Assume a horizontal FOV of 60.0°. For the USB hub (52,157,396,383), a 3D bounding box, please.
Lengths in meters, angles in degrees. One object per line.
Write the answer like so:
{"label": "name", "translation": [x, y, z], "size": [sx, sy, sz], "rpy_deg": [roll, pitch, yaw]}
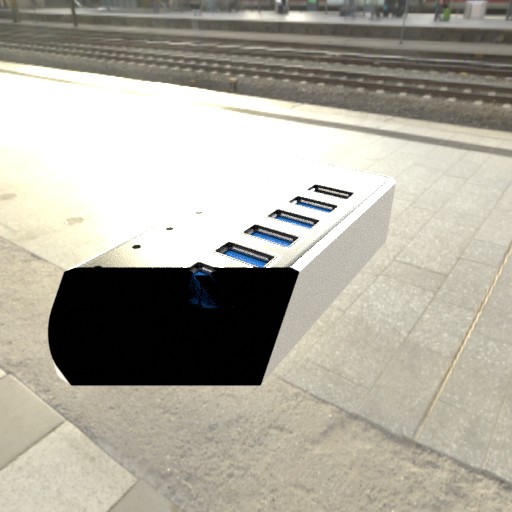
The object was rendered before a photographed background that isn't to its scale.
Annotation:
{"label": "USB hub", "translation": [0.000, 0.000, 0.127], "size": [0.044, 0.023, 0.110], "rpy_deg": [19, 35, 29]}
